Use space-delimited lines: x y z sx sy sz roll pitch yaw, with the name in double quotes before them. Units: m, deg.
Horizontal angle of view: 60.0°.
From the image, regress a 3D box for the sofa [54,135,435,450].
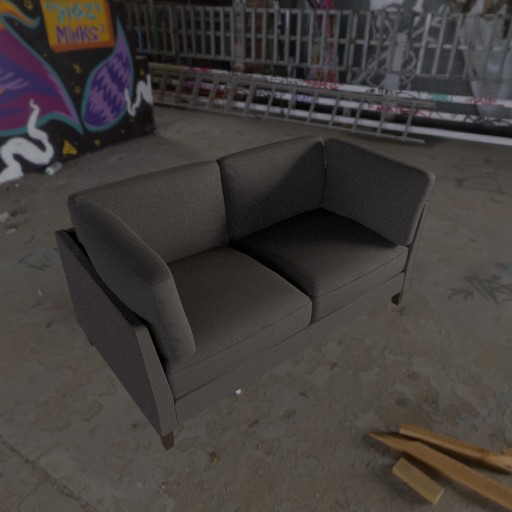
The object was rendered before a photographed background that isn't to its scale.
"sofa" 0.000 0.000 2.364 1.751 0.920 0.969 -22 37 -33
